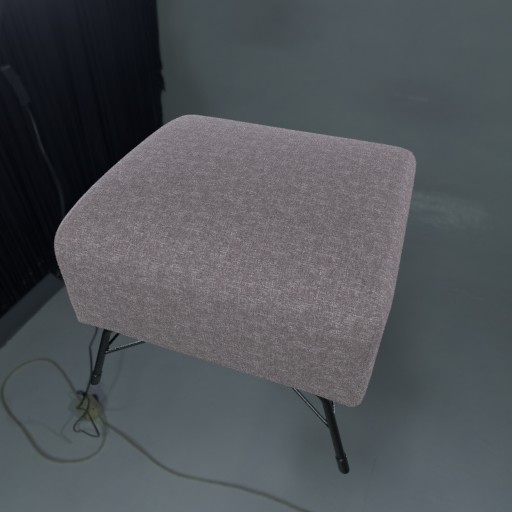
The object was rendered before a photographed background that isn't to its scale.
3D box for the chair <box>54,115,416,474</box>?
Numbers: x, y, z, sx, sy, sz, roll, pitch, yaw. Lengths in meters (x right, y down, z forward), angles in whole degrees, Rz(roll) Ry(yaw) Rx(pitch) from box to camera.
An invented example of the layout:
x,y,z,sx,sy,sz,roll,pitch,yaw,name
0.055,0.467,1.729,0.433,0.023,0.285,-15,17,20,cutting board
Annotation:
x,y,z,sx,sy,sz,roll,pitch,yaw,name
0.000,0.000,0.882,0.530,0.410,0.530,13,43,15,chair
